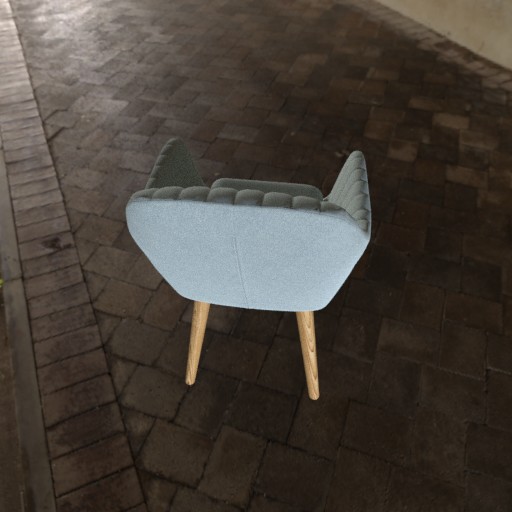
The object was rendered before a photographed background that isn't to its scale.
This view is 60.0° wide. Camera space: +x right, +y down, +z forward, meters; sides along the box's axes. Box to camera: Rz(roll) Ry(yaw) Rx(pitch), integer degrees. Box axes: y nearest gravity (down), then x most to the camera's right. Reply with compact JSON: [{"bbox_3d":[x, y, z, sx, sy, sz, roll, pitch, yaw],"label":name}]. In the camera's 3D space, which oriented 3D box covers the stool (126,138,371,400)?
[{"bbox_3d":[0.000,0.000,1.161,0.503,0.830,0.590,5,47,5],"label":"stool"}]
